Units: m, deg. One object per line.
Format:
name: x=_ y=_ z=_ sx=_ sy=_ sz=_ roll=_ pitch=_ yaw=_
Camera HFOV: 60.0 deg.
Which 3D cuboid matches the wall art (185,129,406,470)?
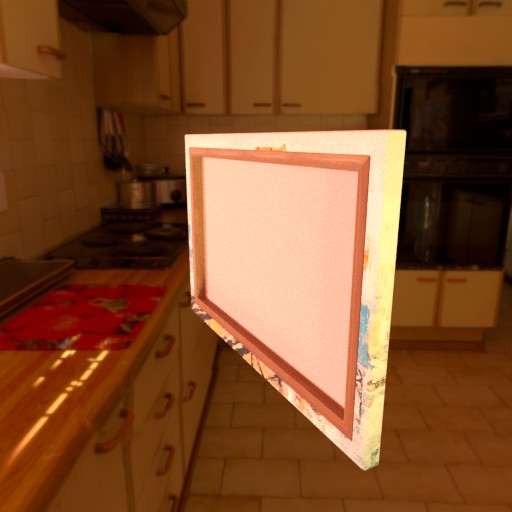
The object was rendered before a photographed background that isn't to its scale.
wall art: x=0.000 y=0.000 z=1.140 sx=0.038 sy=0.609 sz=0.913 roll=-8 pitch=17 yaw=-27
